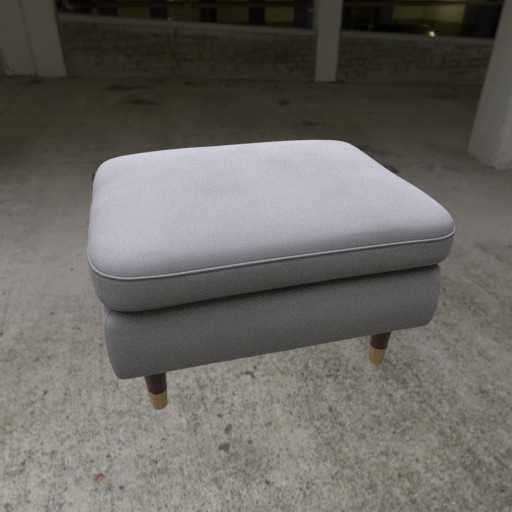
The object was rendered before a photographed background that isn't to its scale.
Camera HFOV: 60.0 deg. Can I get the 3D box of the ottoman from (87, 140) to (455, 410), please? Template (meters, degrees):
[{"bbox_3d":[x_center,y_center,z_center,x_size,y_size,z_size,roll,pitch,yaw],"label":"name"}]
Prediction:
[{"bbox_3d":[0.000,0.000,1.129,0.747,0.478,0.593,-8,32,-13],"label":"ottoman"}]
